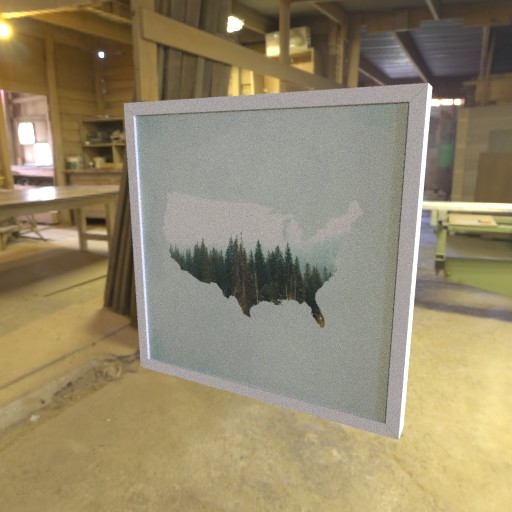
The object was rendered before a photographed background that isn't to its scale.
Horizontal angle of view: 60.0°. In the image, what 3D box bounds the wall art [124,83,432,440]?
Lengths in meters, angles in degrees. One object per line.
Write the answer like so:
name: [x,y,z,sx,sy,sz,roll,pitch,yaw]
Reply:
wall art: [0.000,0.000,0.745,0.509,0.509,0.040,7,15,27]
